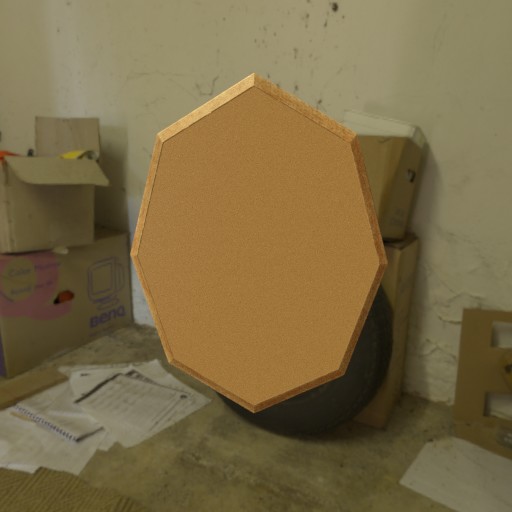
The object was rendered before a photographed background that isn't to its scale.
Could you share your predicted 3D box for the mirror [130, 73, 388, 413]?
[{"bbox_3d":[0.000,0.000,1.013,0.577,0.774,0.070,2,14,8],"label":"mirror"}]
